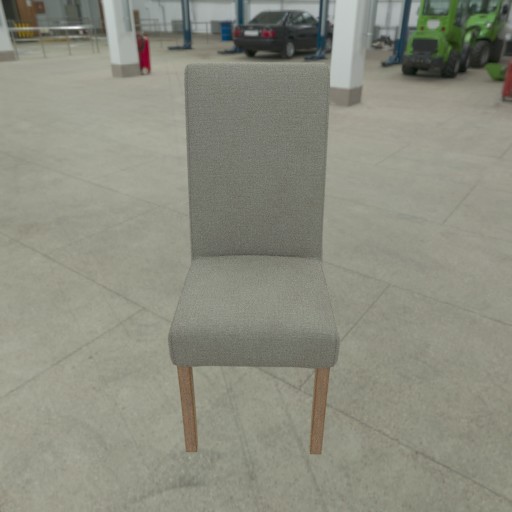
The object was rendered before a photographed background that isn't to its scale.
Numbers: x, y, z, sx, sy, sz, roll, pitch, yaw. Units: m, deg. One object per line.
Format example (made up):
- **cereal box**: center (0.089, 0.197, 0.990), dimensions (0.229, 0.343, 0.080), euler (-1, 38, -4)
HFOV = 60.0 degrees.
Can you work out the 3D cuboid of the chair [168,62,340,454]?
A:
- **chair**: center (0.000, 0.000, 1.353), dimensions (0.450, 1.033, 0.611), euler (1, 29, 1)
